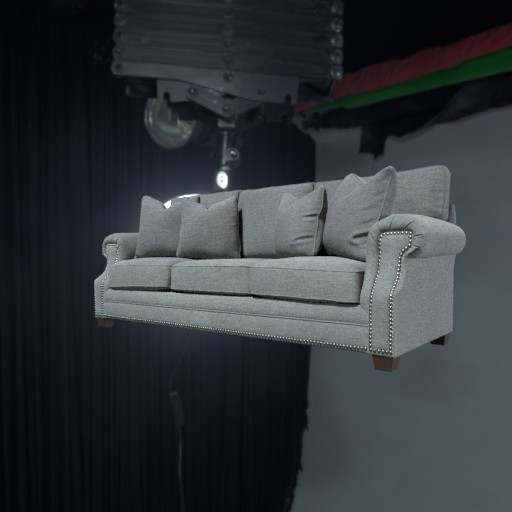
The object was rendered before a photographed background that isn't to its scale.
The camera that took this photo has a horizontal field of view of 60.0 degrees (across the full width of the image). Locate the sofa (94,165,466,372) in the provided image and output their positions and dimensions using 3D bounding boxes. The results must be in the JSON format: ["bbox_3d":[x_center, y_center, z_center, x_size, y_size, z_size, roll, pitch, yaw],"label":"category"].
[{"bbox_3d":[0.000,0.000,2.806,2.312,0.975,0.965,-1,-1,38],"label":"sofa"}]
